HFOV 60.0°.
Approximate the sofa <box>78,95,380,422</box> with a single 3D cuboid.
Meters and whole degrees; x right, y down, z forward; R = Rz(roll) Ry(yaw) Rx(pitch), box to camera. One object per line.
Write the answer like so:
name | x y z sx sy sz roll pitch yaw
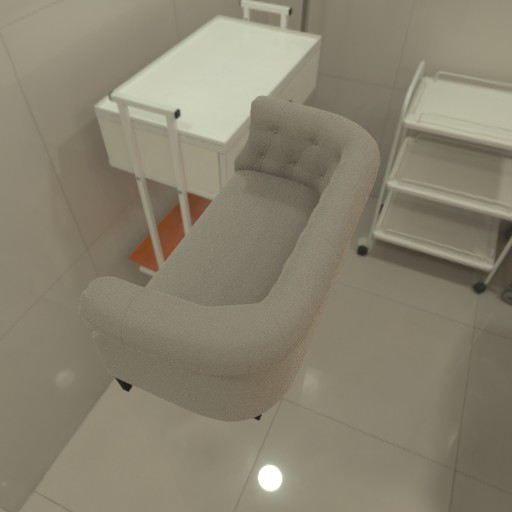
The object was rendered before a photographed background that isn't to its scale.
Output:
sofa | 0.000 0.000 2.100 0.835 0.827 1.558 18 50 16
